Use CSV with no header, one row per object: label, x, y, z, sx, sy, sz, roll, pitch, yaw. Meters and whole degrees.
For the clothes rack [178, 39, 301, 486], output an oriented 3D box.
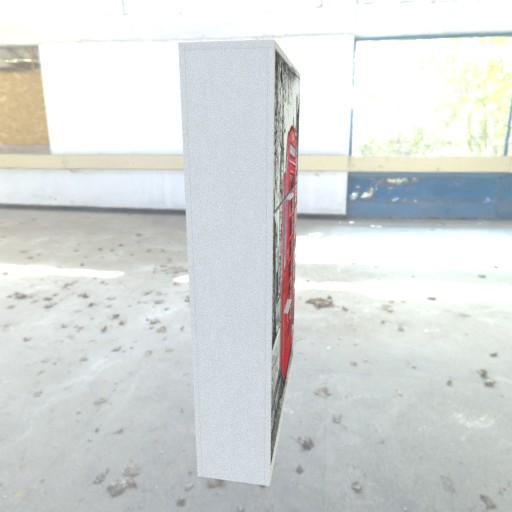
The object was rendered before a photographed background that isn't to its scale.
clothes rack,0.000,0.000,1.586,0.250,1.280,0.750,3,17,10
